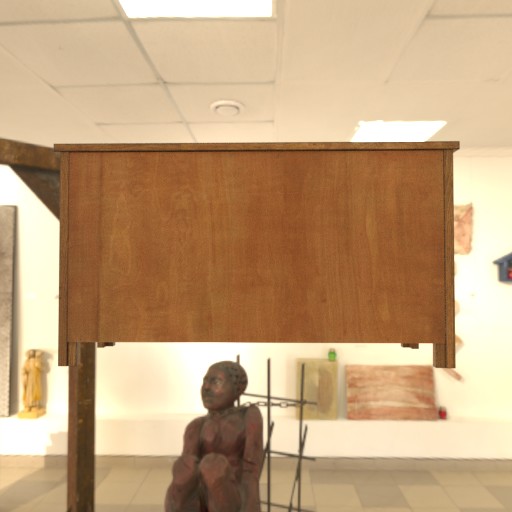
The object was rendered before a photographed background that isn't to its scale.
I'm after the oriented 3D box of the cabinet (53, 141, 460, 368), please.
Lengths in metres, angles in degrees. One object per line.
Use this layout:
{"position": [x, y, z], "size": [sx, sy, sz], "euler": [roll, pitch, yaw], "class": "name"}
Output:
{"position": [0.000, 0.000, 1.837], "size": [1.474, 0.813, 0.480], "euler": [0, -1, 1], "class": "cabinet"}
